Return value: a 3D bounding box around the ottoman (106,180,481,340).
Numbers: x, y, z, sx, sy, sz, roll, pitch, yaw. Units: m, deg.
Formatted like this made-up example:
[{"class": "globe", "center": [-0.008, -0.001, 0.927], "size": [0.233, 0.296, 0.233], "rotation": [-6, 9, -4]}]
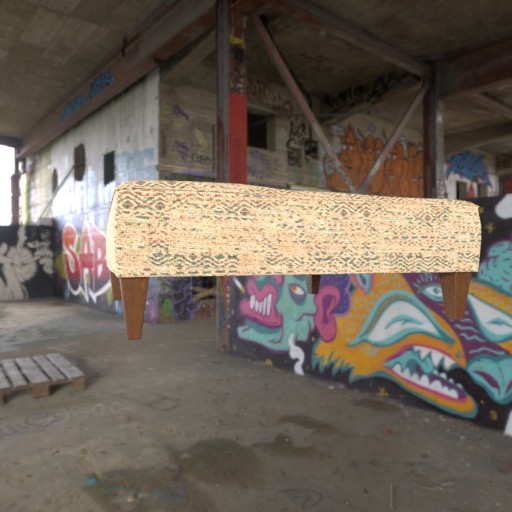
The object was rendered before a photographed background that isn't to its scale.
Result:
[{"class": "ottoman", "center": [0.000, 0.000, 1.527], "size": [0.968, 0.356, 1.004], "rotation": [0, 0, -20]}]
